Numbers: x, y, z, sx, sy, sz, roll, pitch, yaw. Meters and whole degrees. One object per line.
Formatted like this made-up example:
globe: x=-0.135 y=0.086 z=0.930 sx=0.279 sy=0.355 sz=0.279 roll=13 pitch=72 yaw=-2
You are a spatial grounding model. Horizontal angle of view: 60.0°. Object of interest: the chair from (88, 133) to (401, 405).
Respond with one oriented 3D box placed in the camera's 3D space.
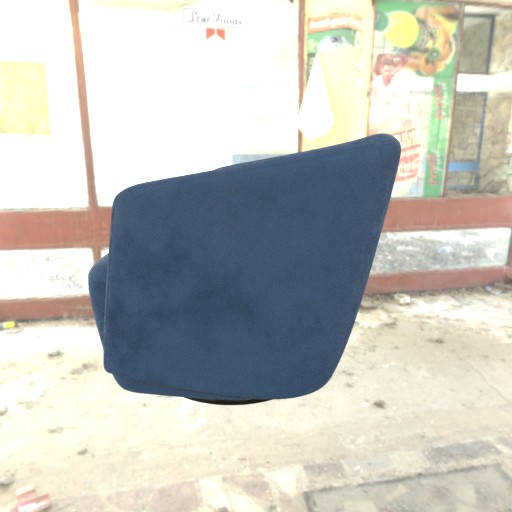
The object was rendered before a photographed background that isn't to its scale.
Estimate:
chair: x=0.000 y=0.000 z=1.314 sx=0.767 sy=0.698 sz=0.773 roll=2 pitch=14 yaw=9
